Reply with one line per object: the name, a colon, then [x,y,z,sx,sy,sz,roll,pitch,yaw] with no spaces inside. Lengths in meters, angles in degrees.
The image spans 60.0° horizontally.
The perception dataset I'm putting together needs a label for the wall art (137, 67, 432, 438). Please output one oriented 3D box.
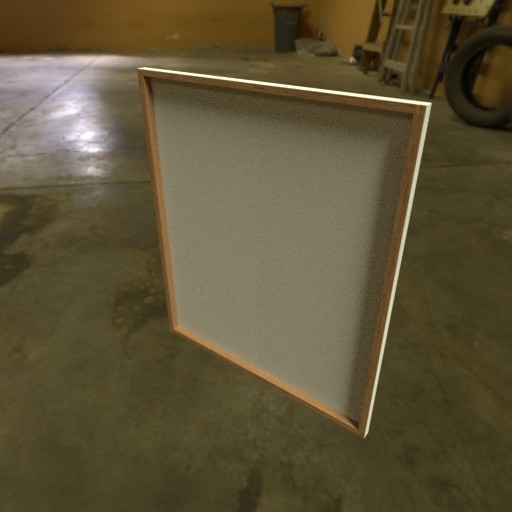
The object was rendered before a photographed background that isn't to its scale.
wall art: [0.000,0.000,0.961,0.609,0.710,0.021,21,36,31]
